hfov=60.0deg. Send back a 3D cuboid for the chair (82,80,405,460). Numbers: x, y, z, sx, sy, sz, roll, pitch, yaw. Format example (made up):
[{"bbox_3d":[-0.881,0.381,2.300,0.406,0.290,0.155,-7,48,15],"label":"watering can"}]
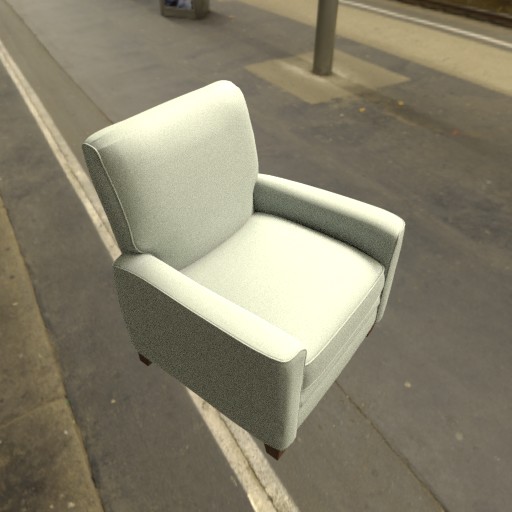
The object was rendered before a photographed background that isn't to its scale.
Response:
[{"bbox_3d":[0.000,0.000,1.651,0.846,1.007,0.853,26,47,28],"label":"chair"}]
